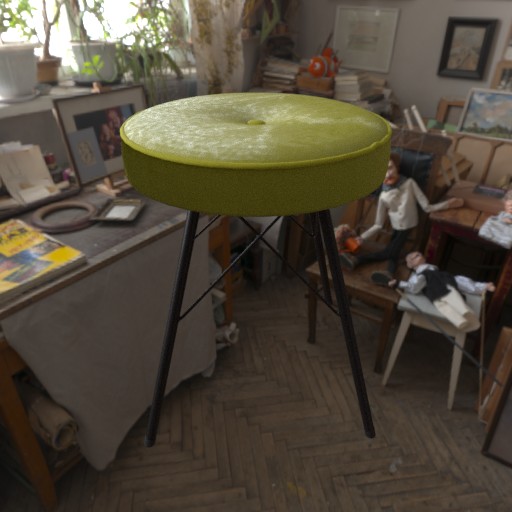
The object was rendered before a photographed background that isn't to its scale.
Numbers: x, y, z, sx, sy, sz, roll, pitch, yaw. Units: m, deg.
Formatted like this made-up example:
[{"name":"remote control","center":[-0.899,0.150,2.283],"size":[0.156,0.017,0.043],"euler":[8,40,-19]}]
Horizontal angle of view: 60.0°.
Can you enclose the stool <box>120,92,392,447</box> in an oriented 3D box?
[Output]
[{"name":"stool","center":[0.000,0.000,0.802],"size":[0.409,0.508,0.409],"euler":[-1,31,-2]}]
